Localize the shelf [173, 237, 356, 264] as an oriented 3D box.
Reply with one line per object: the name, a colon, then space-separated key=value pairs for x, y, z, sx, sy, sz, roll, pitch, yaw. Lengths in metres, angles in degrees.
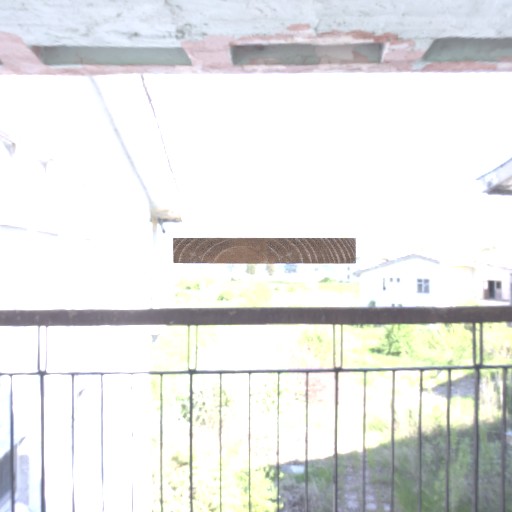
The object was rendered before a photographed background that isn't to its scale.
shelf: x=0.000 y=0.000 z=0.642 sx=0.140 sy=0.020 sz=0.610 roll=0 pitch=-1 yaw=-1
